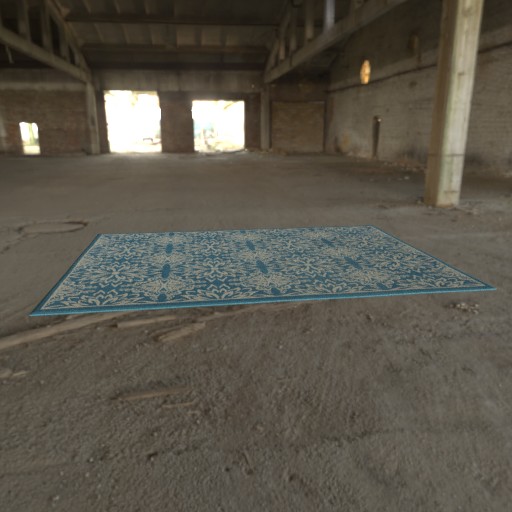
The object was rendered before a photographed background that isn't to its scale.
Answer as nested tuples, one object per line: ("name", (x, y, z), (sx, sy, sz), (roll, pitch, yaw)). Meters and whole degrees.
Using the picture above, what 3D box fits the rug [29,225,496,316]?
("rug", (0.000, 0.000, 2.798), (2.205, 0.012, 1.554), (-2, 16, -8))
